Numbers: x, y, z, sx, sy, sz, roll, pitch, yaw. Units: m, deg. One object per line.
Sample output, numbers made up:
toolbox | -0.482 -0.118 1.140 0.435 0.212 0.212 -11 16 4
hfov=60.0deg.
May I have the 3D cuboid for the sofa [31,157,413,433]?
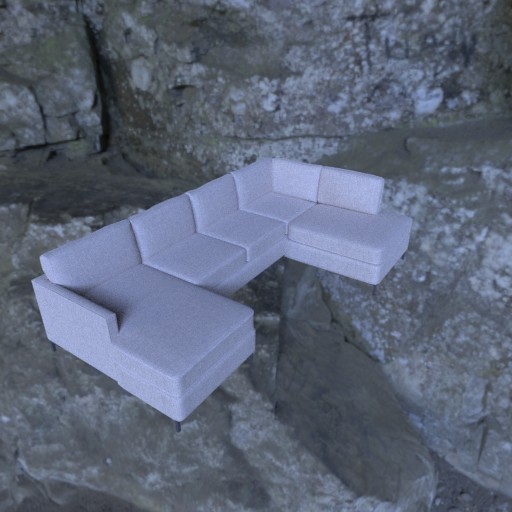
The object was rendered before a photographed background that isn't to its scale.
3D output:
sofa | 0.000 0.000 4.321 2.021 0.996 3.423 18 34 30
